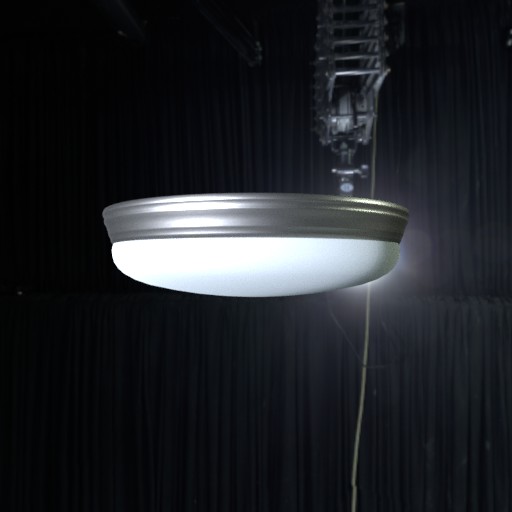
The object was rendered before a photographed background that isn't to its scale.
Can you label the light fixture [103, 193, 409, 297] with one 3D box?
[{"bbox_3d":[0.000,0.000,0.561,0.368,0.100,0.368,0,-1,0],"label":"light fixture"}]
